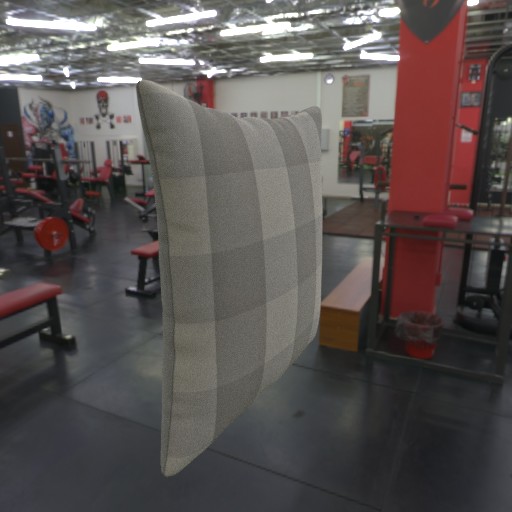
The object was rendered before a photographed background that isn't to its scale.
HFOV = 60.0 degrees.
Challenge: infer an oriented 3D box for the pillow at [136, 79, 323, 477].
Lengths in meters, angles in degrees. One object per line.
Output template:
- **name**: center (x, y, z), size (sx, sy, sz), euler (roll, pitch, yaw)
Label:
- **pillow**: center (0.000, 0.000, 0.750), size (0.161, 0.509, 0.511), euler (8, 17, 28)
